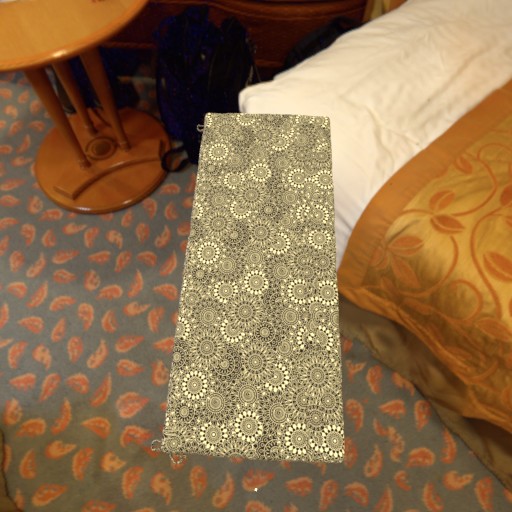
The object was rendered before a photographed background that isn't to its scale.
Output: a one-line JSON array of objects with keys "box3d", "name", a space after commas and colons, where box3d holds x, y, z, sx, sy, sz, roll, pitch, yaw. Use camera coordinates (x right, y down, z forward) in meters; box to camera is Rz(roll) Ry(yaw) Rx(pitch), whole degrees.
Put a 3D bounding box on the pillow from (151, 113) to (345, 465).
[{"box3d": [0.000, 0.000, 1.372, 0.492, 0.081, 1.187, 2, 62, 1], "name": "pillow"}]
